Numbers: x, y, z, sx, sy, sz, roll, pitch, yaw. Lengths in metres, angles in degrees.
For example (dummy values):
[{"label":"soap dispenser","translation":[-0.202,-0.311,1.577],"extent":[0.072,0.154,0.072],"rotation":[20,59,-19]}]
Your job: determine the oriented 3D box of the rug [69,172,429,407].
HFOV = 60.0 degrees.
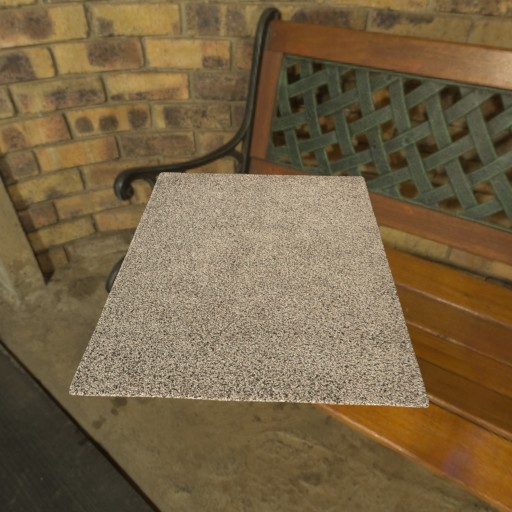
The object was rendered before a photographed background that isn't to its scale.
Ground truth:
[{"label":"rug","translation":[0.000,0.000,4.141],"extent":[2.438,0.029,3.047],"rotation":[2,40,2]}]
